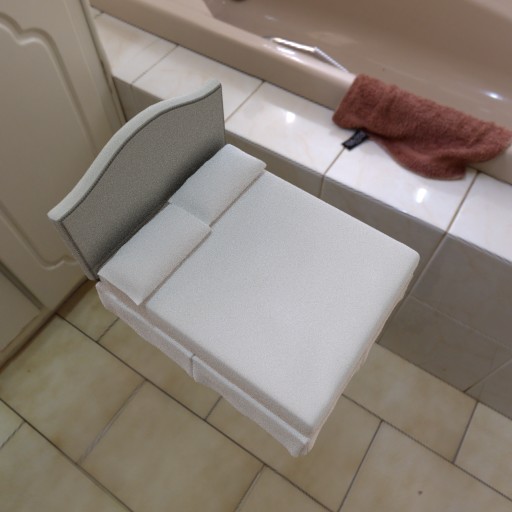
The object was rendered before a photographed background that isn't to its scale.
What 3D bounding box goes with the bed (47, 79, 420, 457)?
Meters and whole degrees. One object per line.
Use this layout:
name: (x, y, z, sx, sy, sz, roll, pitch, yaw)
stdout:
bed: (0.000, 0.000, 3.425, 2.180, 1.607, 1.813, 32, 63, 18)
